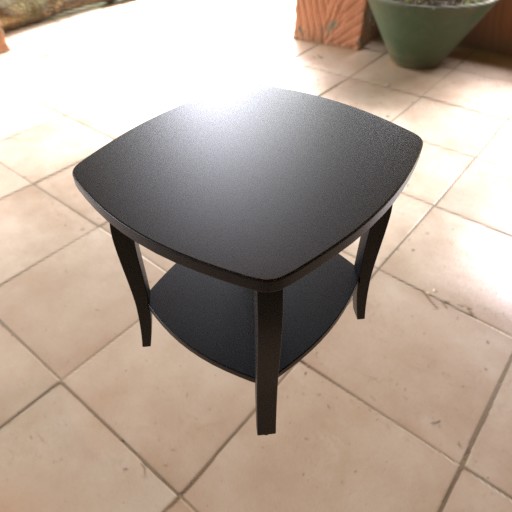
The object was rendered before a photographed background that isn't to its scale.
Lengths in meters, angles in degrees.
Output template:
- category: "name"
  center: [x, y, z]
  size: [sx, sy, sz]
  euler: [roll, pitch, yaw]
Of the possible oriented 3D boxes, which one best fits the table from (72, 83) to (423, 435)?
- category: "table"
  center: [0.000, 0.000, 0.874]
  size: [0.457, 0.457, 0.508]
  euler: [28, 50, 27]
